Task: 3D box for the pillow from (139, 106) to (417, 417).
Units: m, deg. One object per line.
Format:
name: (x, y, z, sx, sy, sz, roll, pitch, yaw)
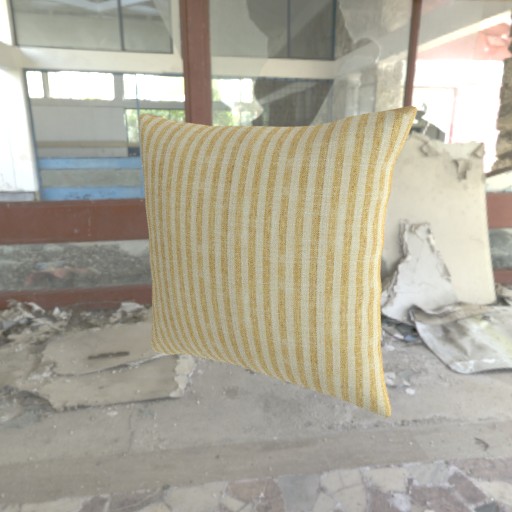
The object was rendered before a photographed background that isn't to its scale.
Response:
pillow: (0.000, 0.000, 0.651, 0.419, 0.407, 0.173, 8, 17, 26)
